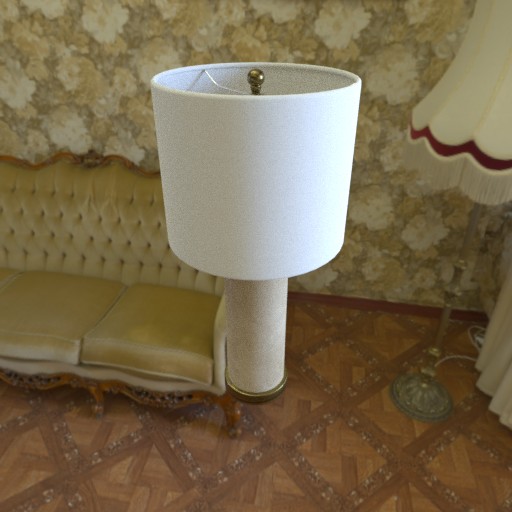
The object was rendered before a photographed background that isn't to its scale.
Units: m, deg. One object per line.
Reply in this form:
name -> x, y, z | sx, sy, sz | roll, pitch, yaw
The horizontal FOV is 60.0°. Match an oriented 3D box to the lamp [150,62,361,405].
lamp -> 0.000, 0.000, 0.808 | 0.305, 0.634, 0.305 | -22, 37, -32
